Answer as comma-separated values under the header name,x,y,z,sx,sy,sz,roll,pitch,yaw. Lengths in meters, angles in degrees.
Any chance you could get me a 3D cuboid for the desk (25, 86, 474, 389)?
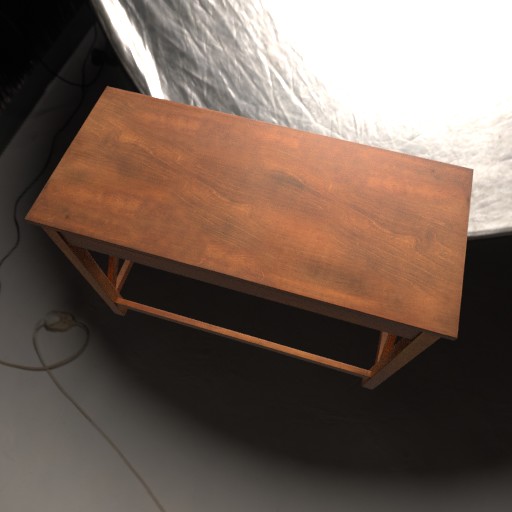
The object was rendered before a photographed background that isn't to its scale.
name,x,y,z,sx,sy,sz,roll,pitch,yaw
desk,0.000,0.000,1.540,1.117,0.762,0.508,15,64,7
